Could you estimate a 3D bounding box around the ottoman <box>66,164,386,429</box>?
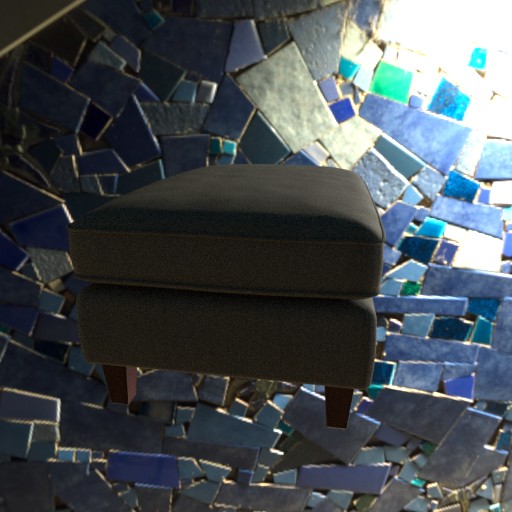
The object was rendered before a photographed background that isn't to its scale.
[{"bbox_3d":[0.000,0.000,1.299,0.636,0.480,0.941,3,18,9],"label":"ottoman"}]
